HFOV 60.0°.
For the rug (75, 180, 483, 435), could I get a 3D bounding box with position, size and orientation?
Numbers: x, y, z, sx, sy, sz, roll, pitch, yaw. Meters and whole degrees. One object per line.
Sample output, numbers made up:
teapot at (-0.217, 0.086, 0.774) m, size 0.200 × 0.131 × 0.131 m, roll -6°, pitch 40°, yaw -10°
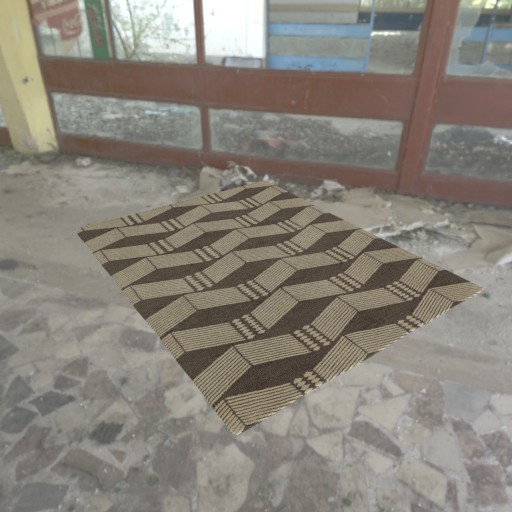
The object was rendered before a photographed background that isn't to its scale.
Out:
rug at (0.000, 0.000, 4.094) m, size 2.438 × 0.016 × 3.048 m, roll -20°, pitch 36°, yaw -30°
